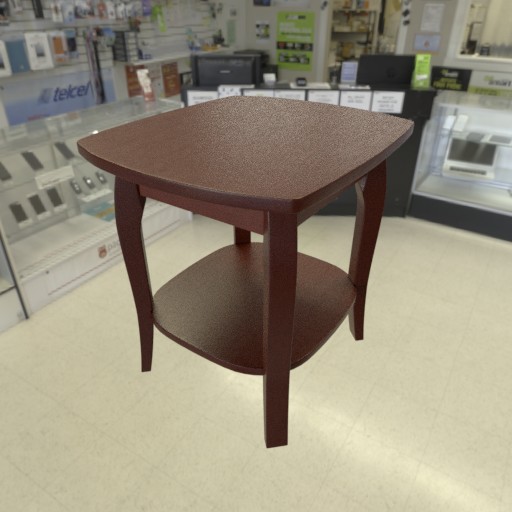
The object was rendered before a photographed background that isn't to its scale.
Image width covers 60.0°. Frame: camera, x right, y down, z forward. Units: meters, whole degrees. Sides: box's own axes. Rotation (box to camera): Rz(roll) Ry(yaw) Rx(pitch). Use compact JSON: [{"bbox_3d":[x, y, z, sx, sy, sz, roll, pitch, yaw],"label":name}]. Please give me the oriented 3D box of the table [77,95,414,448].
[{"bbox_3d":[0.000,0.000,0.874,0.433,0.496,0.502,20,36,29],"label":"table"}]
